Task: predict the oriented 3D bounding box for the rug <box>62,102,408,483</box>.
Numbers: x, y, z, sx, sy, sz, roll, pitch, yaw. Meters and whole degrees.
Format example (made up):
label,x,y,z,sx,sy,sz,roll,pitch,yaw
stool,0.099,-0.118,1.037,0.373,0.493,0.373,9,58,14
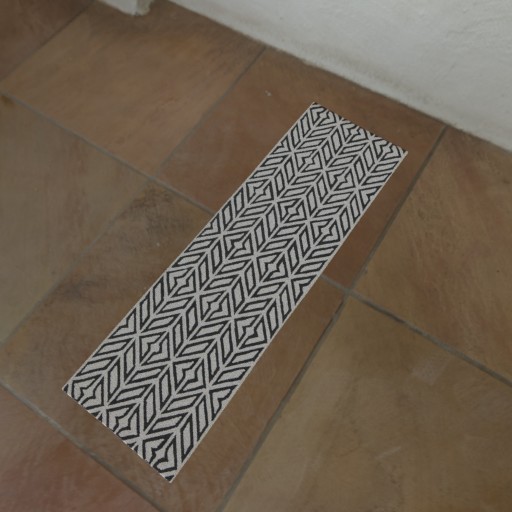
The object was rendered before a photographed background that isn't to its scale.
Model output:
label,x,y,z,sx,sy,sz,roll,pitch,yaw
rug,0.000,0.000,2.640,0.750,0.009,2.435,33,70,14
